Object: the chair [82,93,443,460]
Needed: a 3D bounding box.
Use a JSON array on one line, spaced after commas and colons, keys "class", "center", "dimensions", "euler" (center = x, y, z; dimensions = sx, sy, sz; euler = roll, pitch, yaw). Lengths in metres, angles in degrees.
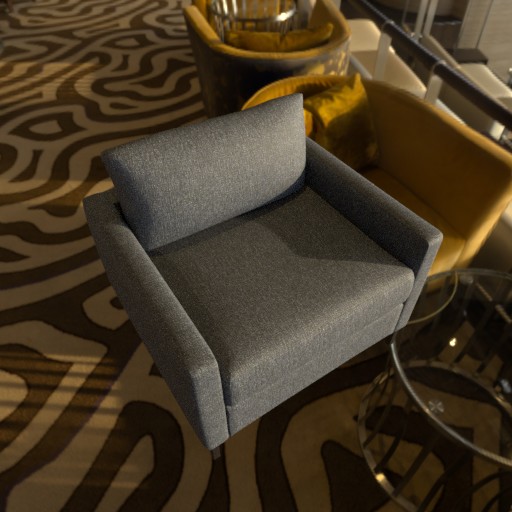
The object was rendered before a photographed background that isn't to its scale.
[{"class": "chair", "center": [0.000, 0.000, 1.639], "dimensions": [0.963, 0.861, 0.866], "euler": [-25, 51, -23]}]
